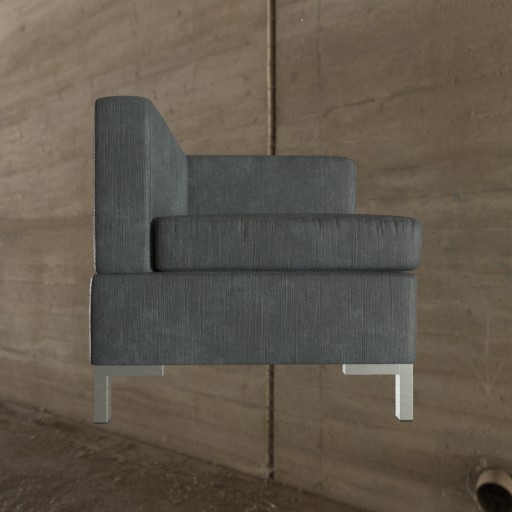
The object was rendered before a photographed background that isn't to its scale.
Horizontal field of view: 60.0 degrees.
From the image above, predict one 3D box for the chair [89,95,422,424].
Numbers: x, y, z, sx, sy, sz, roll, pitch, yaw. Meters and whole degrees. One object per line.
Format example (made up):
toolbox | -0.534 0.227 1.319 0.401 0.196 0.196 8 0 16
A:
chair | 0.000 0.000 1.192 0.680 0.660 0.680 0 0 -1
